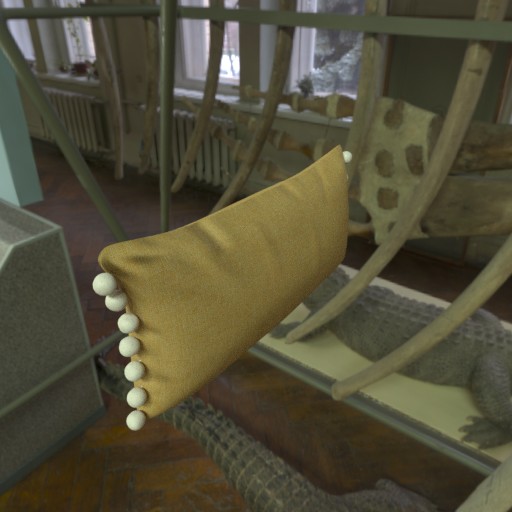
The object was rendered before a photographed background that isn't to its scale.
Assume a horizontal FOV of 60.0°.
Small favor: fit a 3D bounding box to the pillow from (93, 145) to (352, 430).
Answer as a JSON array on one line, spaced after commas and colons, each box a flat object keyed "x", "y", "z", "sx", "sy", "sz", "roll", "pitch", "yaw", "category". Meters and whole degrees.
[{"x": 0.000, "y": 0.000, "z": 0.861, "sx": 0.201, "sy": 0.322, "sz": 0.709, "roll": 20, "pitch": 35, "yaw": 31, "category": "pillow"}]
